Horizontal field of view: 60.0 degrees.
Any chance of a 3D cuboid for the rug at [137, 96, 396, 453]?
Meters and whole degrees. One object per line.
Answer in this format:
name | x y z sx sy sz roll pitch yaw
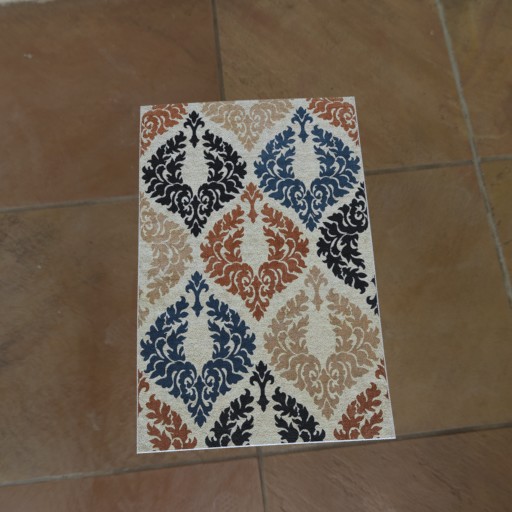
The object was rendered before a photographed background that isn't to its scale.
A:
rug | 0.000 0.000 2.849 1.514 0.014 2.275 -3 76 -1
